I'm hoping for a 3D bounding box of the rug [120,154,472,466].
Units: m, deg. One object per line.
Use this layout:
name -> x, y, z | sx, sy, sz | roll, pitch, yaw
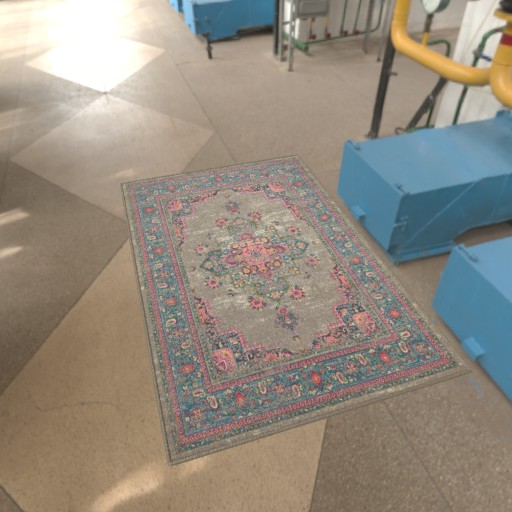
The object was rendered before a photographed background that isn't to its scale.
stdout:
rug -> 0.000, 0.000, 2.149 | 1.144, 0.014, 1.748 | -12, 43, -13
